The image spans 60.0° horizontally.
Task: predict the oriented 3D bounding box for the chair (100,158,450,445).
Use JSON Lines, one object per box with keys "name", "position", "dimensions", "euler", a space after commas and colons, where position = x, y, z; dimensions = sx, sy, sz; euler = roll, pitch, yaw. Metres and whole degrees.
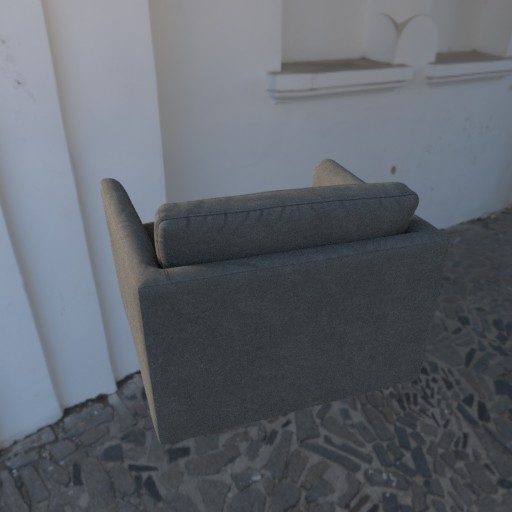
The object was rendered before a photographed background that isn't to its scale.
{"name": "chair", "position": [0.000, 0.000, 1.900], "dimensions": [1.190, 0.845, 1.091], "euler": [-8, 28, -16]}
